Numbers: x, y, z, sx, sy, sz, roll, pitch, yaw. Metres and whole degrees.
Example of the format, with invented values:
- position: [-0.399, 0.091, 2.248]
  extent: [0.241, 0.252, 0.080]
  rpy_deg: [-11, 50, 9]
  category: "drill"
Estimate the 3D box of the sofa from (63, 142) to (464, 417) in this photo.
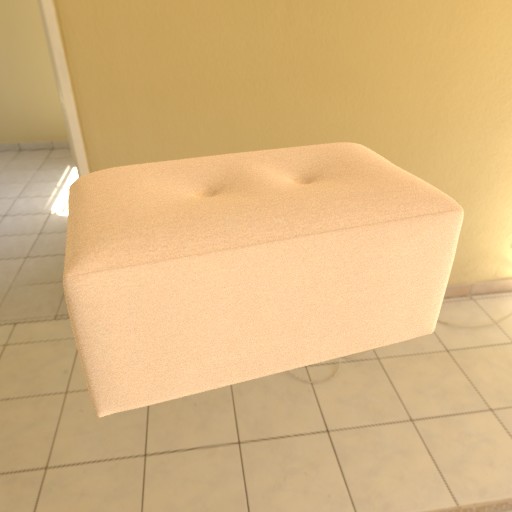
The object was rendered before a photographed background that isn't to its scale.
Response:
- position: [0.000, 0.000, 1.213]
  extent: [0.930, 0.470, 0.480]
  rpy_deg: [-10, 33, -16]
  category: "sofa"
